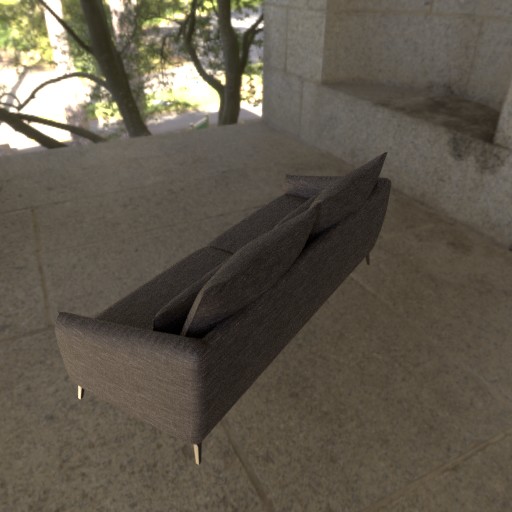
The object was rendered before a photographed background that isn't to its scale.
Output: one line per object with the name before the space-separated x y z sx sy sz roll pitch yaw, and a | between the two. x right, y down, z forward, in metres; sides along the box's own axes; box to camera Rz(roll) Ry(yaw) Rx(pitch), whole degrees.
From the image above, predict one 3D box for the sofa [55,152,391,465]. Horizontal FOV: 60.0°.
sofa | 0.000 0.000 2.437 0.807 0.843 2.019 20 37 29
